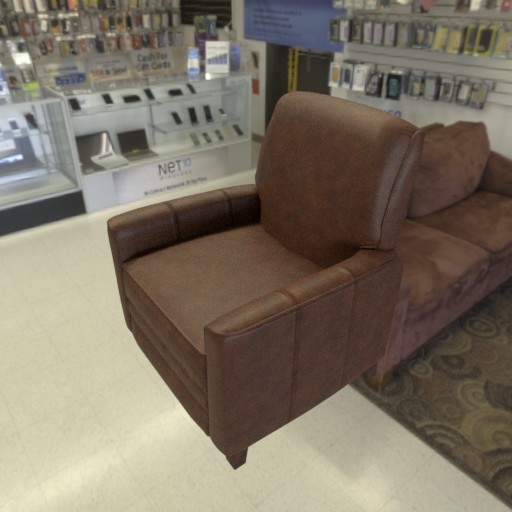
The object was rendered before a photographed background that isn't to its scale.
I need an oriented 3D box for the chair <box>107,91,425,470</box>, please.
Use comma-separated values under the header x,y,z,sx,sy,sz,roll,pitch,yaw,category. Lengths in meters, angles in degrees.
x,y,z,sx,sy,sz,roll,pitch,yaw,category
0.000,0.000,1.618,0.850,1.010,0.839,-21,38,-30,chair
